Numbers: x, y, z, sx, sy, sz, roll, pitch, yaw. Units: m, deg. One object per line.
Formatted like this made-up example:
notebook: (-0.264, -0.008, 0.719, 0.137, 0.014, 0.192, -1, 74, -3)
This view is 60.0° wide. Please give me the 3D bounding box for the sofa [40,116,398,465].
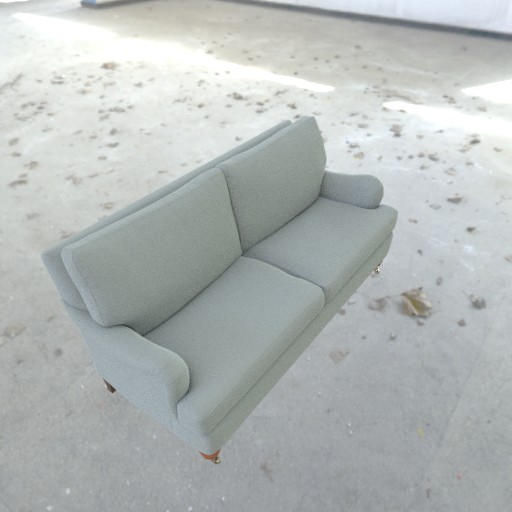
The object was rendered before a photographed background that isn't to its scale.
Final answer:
sofa: (0.000, 0.000, 2.830, 1.069, 1.096, 2.193, 26, 45, 28)
